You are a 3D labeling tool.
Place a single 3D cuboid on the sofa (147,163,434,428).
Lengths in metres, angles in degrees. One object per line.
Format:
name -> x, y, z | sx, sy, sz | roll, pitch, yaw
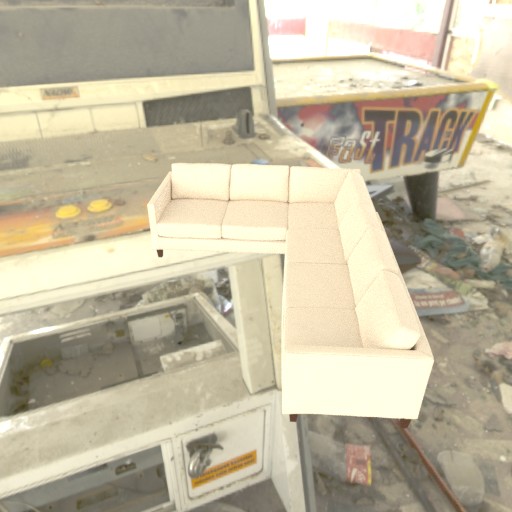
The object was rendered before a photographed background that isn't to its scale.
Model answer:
sofa -> 0.000, 0.000, 4.273 | 2.432, 0.863, 3.182 | 2, 31, 3
